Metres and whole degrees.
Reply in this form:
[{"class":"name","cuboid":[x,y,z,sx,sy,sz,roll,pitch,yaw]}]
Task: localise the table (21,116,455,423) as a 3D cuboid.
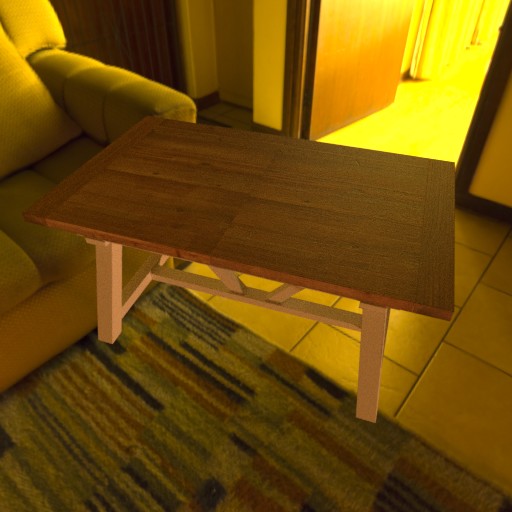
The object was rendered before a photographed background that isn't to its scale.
[{"class":"table","cuboid":[0.000,0.000,2.011,1.503,0.743,0.922,13,42,14]}]
